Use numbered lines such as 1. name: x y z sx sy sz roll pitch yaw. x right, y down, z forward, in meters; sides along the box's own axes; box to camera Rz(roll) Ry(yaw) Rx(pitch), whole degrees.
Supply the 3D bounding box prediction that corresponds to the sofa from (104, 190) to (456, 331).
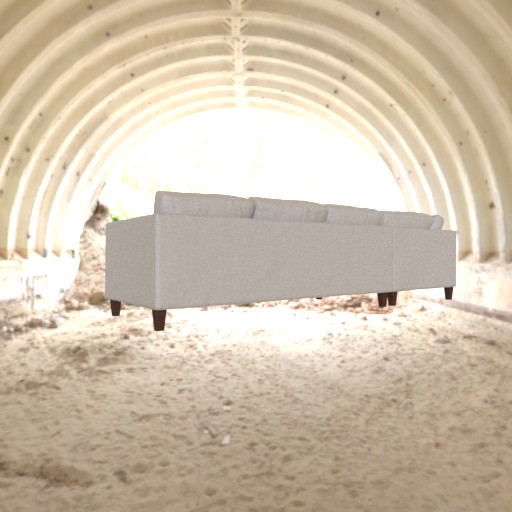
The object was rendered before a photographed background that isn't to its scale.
1. sofa: 0.000 0.000 4.424 3.182 0.863 2.432 0 0 -36
